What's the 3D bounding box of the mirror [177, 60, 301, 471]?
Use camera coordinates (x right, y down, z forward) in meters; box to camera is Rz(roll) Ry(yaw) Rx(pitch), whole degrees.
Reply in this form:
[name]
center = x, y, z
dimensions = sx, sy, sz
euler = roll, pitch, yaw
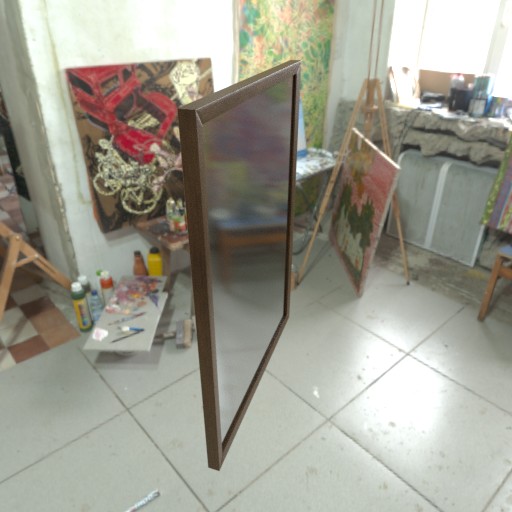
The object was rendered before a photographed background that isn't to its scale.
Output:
[mirror]
center = 0.000, 0.000, 1.345
dimensions = 0.040, 1.016, 0.762
euler = 10, 32, 16
